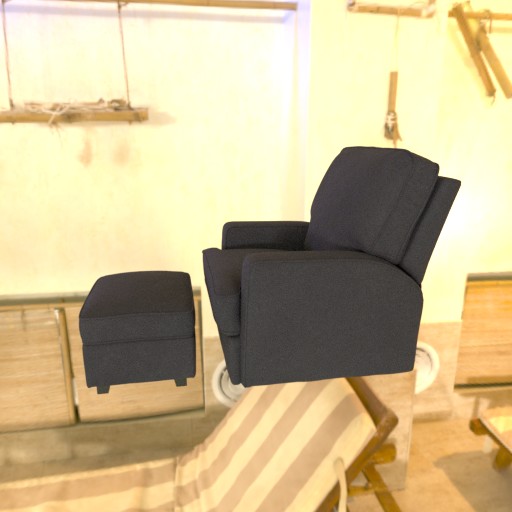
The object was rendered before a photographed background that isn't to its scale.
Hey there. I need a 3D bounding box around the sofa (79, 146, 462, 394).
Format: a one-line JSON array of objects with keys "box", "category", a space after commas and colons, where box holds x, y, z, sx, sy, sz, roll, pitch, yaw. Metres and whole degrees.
[{"box": [0.000, 0.000, 2.002, 1.472, 0.959, 0.861, -3, 15, -10], "category": "sofa"}]
